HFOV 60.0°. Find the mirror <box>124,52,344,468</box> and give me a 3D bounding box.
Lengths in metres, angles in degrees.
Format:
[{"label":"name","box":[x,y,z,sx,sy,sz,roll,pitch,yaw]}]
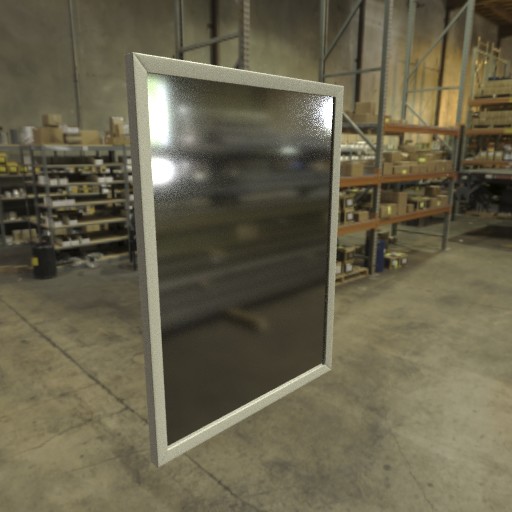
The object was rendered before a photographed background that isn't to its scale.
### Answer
[{"label":"mirror","box":[0.000,0.000,1.322,0.762,1.016,0.040,-13,19,-43]}]
